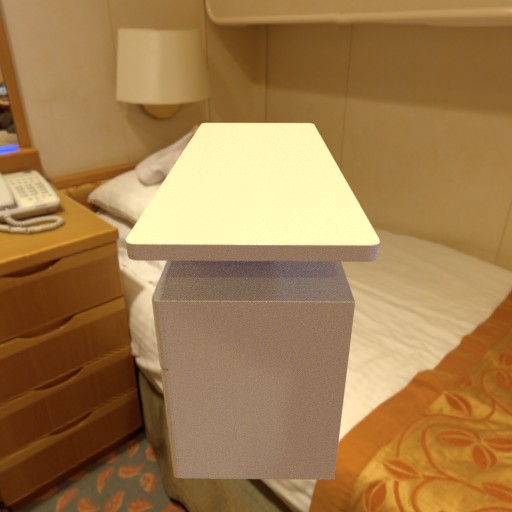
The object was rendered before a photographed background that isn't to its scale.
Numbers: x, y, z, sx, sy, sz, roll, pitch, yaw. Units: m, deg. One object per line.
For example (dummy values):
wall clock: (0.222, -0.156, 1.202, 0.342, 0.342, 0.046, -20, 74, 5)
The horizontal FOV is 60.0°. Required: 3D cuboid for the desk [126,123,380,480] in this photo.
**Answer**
desk: (0.000, 0.000, 1.731, 0.550, 0.762, 1.400, 0, 27, 1)
